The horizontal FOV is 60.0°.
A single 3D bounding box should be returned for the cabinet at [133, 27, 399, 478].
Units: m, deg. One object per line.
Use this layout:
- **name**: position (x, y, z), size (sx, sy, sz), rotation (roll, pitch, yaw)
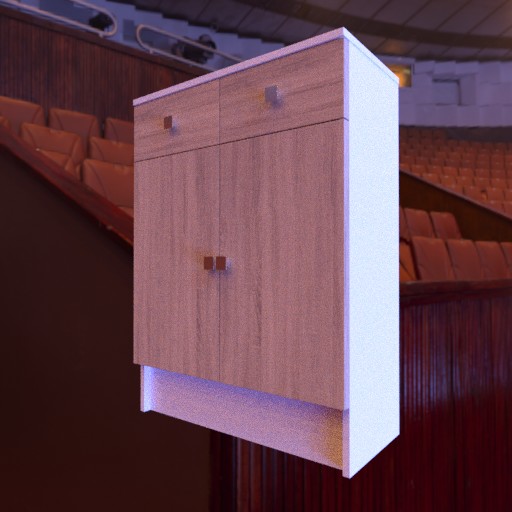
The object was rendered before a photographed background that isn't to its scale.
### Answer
- **cabinet**: position (0.000, 0.000, 1.079), size (0.600, 0.815, 0.296), rotation (0, -1, 37)
